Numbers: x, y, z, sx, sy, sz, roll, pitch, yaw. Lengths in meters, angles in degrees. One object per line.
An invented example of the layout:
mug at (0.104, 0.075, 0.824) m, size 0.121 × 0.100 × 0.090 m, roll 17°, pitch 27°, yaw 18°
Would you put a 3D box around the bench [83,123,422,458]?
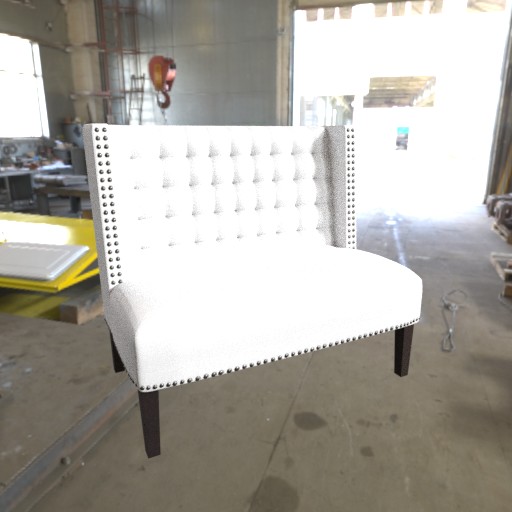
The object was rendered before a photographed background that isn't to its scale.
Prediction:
bench at (0.000, 0.000, 1.970) m, size 1.280 × 1.123 × 0.847 m, roll -8°, pitch 18°, yaw -26°
